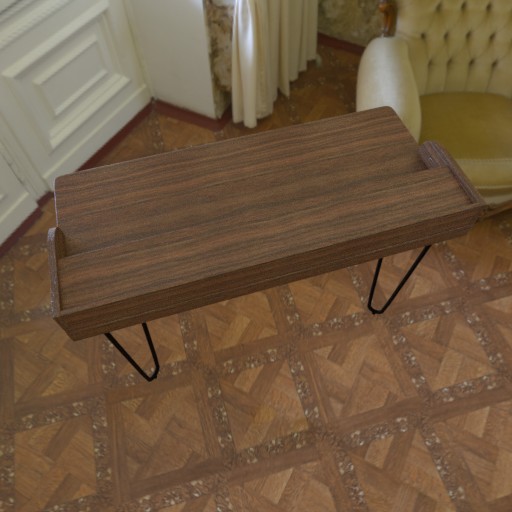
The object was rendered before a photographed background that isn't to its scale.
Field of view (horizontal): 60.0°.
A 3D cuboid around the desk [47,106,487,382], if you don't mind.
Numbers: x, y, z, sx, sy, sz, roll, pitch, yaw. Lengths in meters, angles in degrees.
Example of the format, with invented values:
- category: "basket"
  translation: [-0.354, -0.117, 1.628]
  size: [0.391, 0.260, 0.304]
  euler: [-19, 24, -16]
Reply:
- category: "desk"
  translation: [0.000, 0.000, 1.664]
  size: [1.200, 0.854, 0.565]
  euler: [-15, 59, -9]
